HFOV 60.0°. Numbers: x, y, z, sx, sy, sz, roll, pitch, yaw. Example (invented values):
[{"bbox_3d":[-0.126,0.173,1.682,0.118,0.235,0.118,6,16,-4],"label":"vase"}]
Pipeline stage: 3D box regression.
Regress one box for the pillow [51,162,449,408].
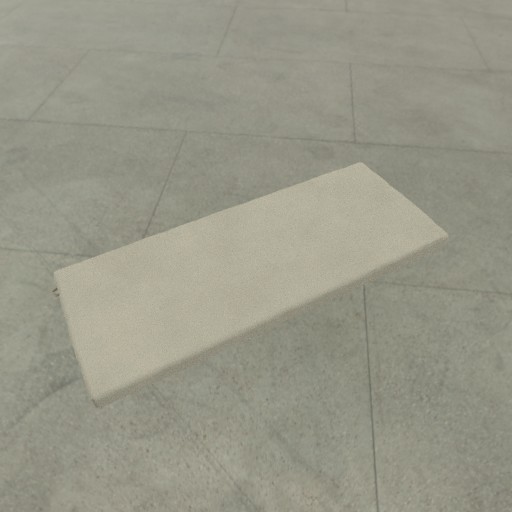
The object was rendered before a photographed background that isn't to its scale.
[{"bbox_3d":[0.000,0.000,1.382,1.187,0.081,0.492,-22,51,-19],"label":"pillow"}]
